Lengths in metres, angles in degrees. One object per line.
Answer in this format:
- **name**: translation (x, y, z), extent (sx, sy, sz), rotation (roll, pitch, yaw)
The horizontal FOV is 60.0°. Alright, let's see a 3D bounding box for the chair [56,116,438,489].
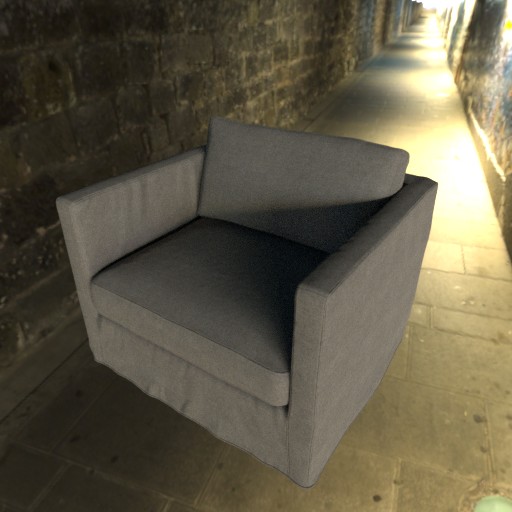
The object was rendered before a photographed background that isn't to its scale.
- **chair**: translation (0.000, 0.000, 1.694), extent (1.057, 0.863, 0.949), rotation (19, 35, 29)
